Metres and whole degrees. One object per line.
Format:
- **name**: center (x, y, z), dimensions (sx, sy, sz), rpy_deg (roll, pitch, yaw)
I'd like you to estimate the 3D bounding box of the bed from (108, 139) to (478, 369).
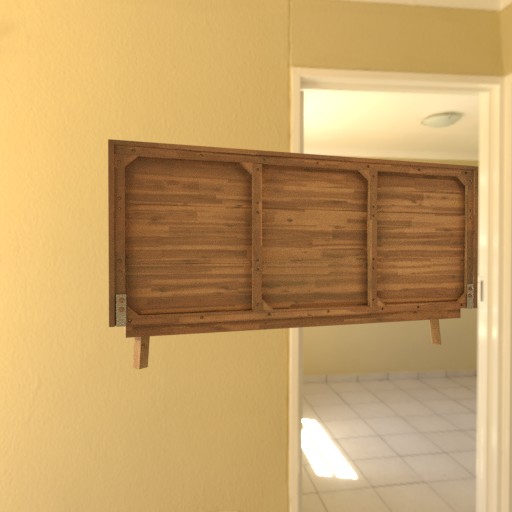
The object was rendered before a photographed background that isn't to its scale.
- **bed**: center (0.000, 0.000, 3.371), dimensions (2.116, 1.100, 2.167), rpy_deg (0, 1, -18)
